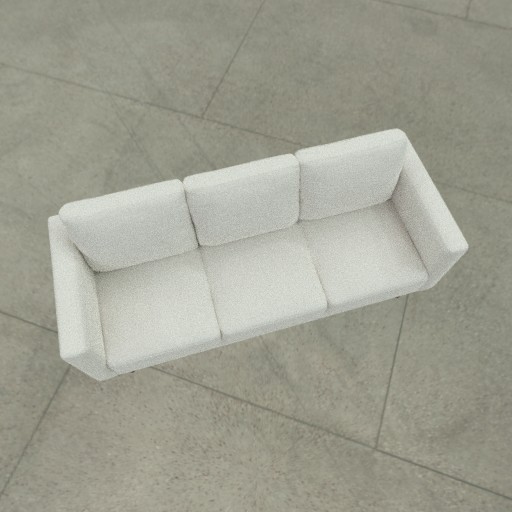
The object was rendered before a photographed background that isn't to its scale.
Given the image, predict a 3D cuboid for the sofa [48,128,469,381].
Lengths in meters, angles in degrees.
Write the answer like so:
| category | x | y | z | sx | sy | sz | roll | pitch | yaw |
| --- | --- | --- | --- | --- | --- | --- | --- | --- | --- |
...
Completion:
| category | x | y | z | sx | sy | sz | roll | pitch | yaw |
| --- | --- | --- | --- | --- | --- | --- | --- | --- | --- |
| sofa | 0.000 | 0.000 | 2.463 | 2.029 | 0.912 | 0.802 | -14 | 64 | -7 |
